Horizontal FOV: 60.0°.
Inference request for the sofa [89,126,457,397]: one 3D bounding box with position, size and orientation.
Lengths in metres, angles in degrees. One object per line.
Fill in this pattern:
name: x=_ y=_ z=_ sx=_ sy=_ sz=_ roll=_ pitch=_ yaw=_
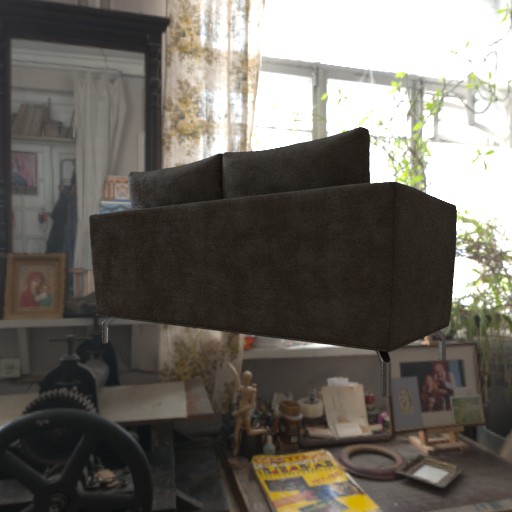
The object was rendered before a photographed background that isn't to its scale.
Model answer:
sofa: x=0.000 y=0.000 z=2.363 sx=1.832 sy=1.013 sz=0.855 roll=-1 pitch=-1 yaw=37
